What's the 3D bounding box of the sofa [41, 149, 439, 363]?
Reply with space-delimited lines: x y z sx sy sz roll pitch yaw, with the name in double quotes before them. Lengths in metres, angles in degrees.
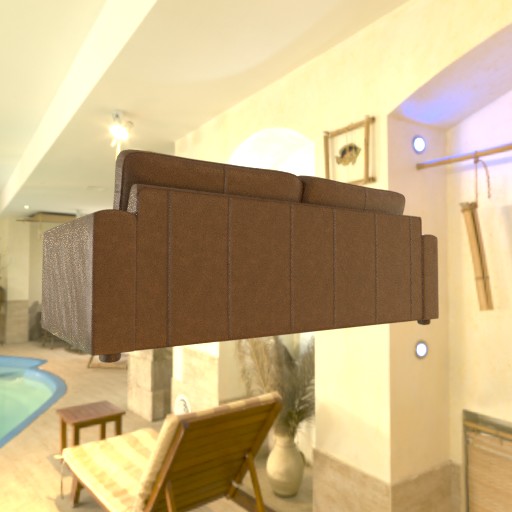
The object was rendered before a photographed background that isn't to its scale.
"sofa" 0.000 0.000 2.645 2.179 0.873 1.016 1 -2 -35
